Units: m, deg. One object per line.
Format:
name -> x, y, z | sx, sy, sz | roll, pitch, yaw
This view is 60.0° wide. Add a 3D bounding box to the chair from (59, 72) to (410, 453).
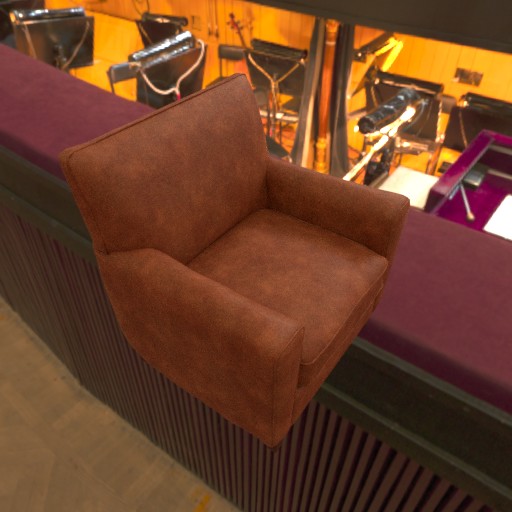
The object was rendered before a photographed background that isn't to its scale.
chair -> 0.000, 0.000, 1.609 | 0.823, 0.943, 0.870 | 26, 48, 26
